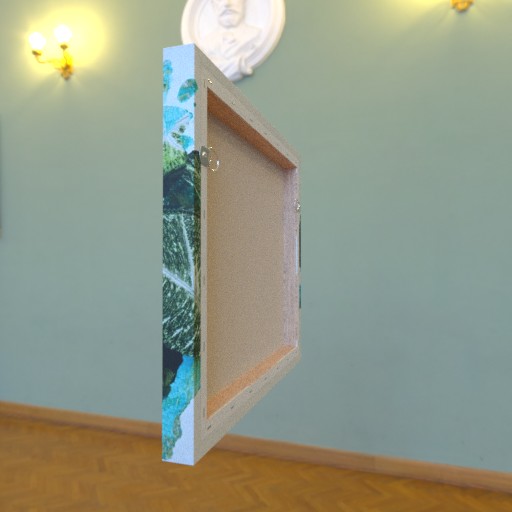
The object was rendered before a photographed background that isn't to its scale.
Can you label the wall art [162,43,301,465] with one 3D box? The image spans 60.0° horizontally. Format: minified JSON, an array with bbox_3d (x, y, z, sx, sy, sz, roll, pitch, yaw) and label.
[{"bbox_3d":[0.000,0.000,0.701,0.041,0.435,0.507,0,-1,18],"label":"wall art"}]
